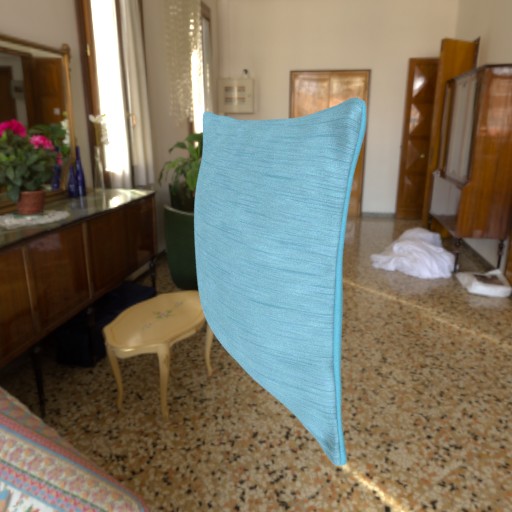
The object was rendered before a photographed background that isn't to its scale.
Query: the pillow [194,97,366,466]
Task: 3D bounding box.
[{"bbox_3d":[0.000,0.000,0.647,0.151,0.415,0.433,-8,18,-25],"label":"pillow"}]
